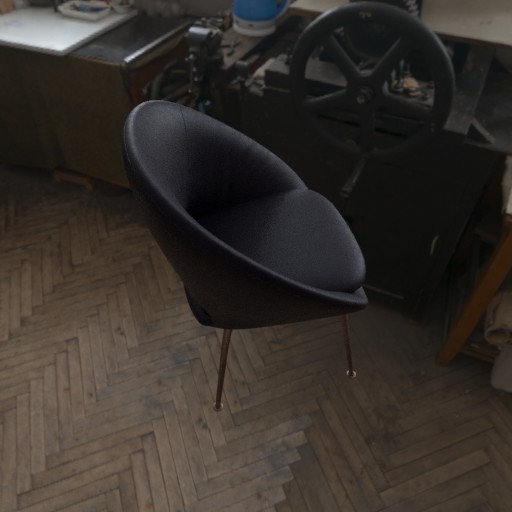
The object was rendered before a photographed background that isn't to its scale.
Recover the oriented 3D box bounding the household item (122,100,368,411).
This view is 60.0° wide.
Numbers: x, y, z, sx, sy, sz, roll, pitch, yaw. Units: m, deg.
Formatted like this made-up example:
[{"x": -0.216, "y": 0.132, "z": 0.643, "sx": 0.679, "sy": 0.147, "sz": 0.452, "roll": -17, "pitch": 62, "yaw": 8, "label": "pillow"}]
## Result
[{"x": 0.000, "y": 0.000, "z": 1.251, "sx": 0.573, "sy": 0.852, "sz": 0.623, "roll": -11, "pitch": 48, "yaw": -10, "label": "household item"}]
